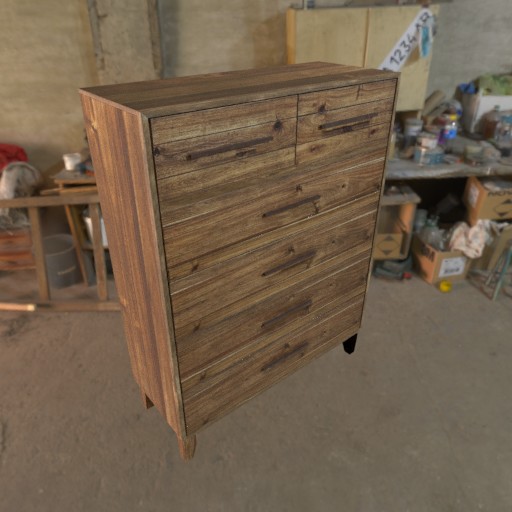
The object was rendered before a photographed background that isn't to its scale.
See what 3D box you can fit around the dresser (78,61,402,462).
[{"bbox_3d":[0.000,0.000,1.862,1.062,1.393,0.442,-22,37,-33],"label":"dresser"}]
